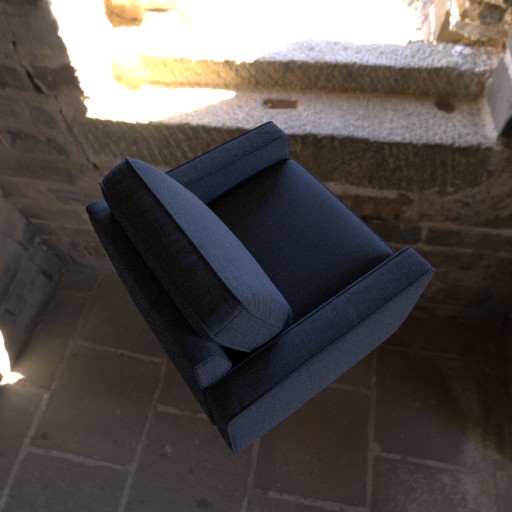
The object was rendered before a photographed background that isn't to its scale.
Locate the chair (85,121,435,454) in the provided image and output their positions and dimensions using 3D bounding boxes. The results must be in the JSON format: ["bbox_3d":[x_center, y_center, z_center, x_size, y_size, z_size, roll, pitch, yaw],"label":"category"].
[{"bbox_3d":[0.000,0.000,1.762,0.940,0.919,1.017,-32,63,-19],"label":"chair"}]
